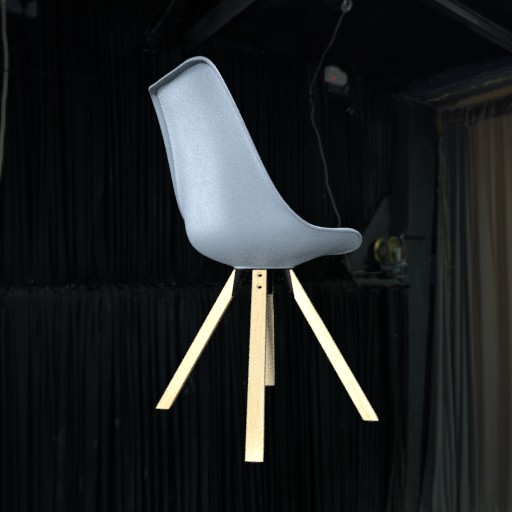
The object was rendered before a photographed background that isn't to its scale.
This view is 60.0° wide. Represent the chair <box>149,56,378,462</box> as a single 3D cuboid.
[{"bbox_3d":[0.000,0.000,1.189,0.549,0.850,0.485,1,-1,-38],"label":"chair"}]
